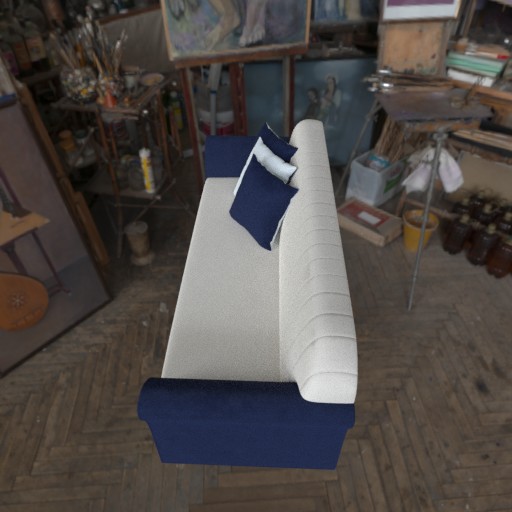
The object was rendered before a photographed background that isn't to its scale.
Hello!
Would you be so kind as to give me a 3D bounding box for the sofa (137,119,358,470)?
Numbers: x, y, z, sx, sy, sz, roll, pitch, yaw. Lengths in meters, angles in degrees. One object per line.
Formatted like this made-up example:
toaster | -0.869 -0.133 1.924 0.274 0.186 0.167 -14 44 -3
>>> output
sofa | 0.000 0.000 2.357 0.749 0.789 2.006 2 42 2
